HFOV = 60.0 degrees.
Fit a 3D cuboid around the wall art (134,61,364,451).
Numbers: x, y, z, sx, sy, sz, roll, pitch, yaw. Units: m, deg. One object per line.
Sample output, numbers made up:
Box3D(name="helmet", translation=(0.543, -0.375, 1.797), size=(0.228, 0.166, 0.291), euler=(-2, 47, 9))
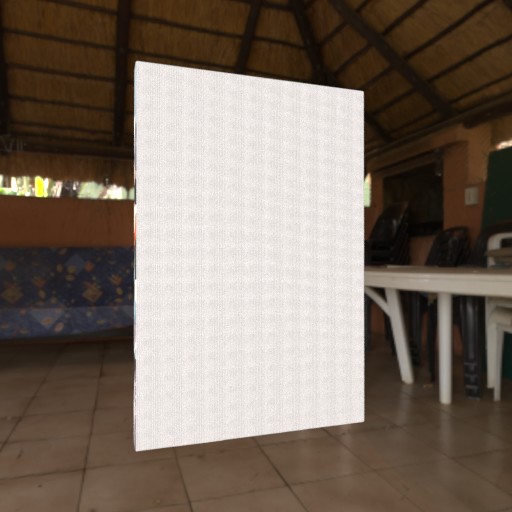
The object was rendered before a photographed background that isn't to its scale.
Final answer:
Box3D(name="wall art", translation=(0.000, 0.000, 1.153), size=(0.609, 0.911, 0.061), euler=(0, 0, -18))
